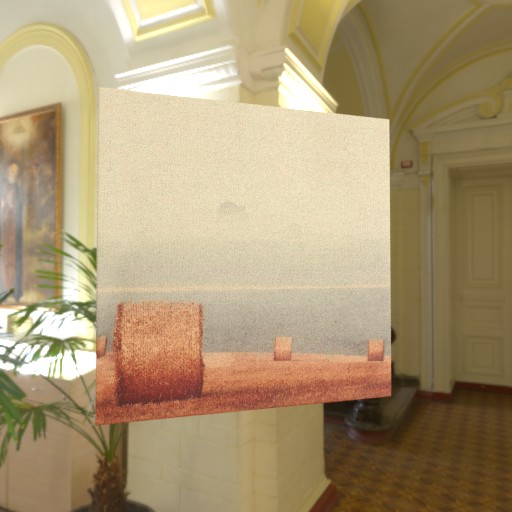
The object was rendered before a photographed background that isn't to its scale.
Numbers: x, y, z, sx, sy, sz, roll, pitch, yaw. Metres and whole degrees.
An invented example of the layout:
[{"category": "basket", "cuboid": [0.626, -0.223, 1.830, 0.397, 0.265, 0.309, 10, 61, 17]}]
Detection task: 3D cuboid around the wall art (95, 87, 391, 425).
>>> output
[{"category": "wall art", "cuboid": [0.000, 0.000, 0.599, 0.405, 0.405, 0.023, 0, -1, -17]}]
